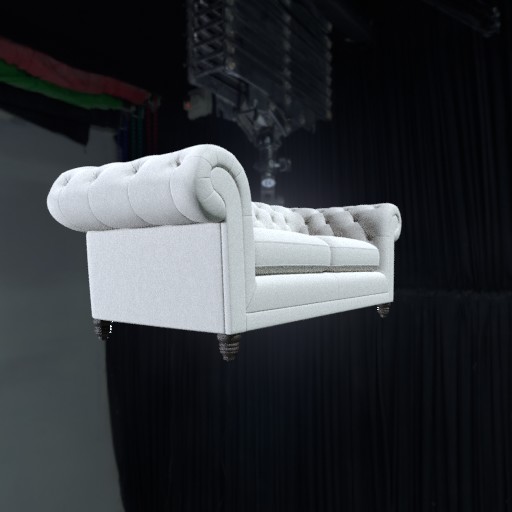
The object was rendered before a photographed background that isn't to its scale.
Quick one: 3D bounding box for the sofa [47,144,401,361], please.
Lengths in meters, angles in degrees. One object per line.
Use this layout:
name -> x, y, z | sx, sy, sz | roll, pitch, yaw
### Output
sofa -> 0.000, 0.000, 2.431 | 0.986, 0.764, 1.998 | -1, -1, 36
